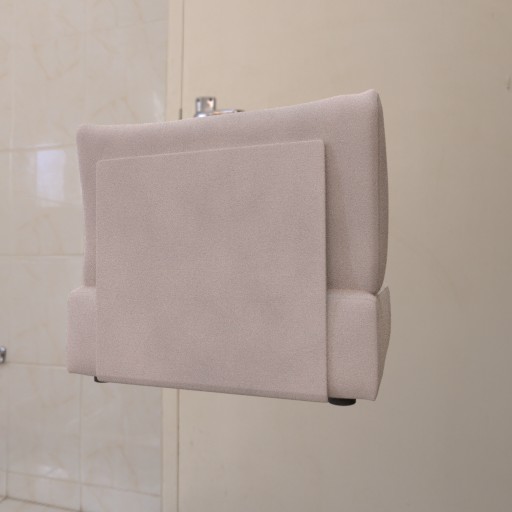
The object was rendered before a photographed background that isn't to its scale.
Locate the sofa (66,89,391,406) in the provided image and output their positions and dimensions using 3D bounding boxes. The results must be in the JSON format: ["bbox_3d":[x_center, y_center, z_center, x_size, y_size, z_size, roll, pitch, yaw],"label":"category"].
[{"bbox_3d":[0.000,0.000,1.700,1.000,0.820,1.000,-1,-2,18],"label":"sofa"}]
